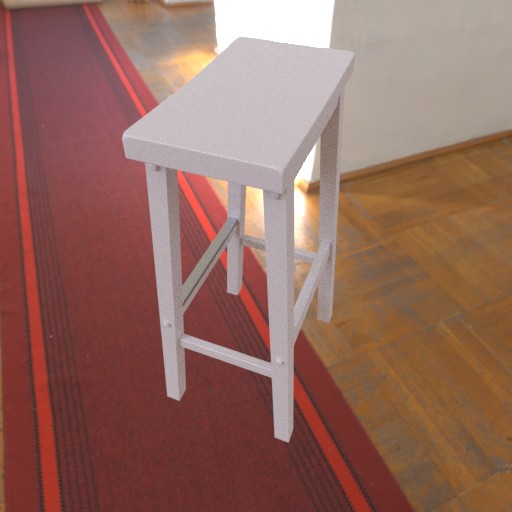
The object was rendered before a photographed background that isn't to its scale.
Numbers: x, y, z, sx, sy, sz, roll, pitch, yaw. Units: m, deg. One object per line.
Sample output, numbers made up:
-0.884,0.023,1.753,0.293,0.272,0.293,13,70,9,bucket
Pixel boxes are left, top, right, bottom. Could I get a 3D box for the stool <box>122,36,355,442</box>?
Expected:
0.000,0.000,0.953,0.322,0.742,0.406,15,47,15,stool
